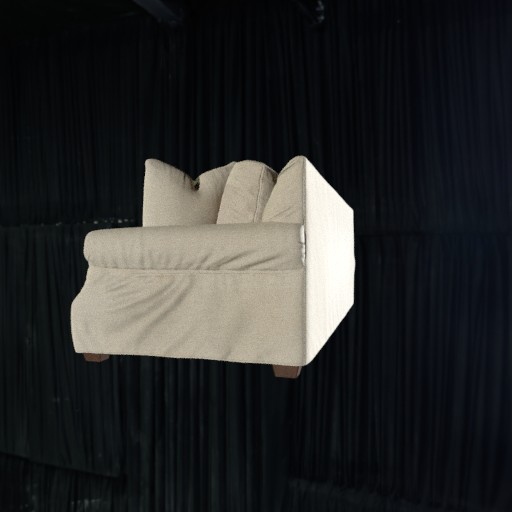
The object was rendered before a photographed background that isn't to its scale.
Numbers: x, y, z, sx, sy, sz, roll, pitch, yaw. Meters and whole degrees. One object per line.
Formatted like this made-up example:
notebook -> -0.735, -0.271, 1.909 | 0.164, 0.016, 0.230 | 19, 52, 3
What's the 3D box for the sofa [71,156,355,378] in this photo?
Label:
sofa -> 0.000, 0.000, 2.794 | 1.067, 0.904, 2.285 | 0, 1, 17
